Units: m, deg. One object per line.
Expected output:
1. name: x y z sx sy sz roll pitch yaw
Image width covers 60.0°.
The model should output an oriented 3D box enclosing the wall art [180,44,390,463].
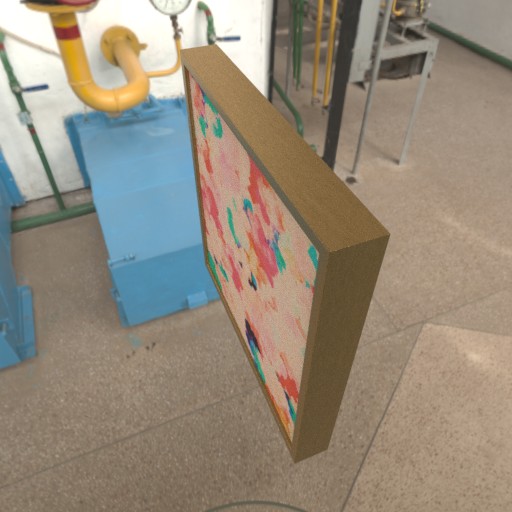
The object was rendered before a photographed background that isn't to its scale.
1. wall art: 0.000 0.000 0.449 0.038 0.305 0.304 -16 47 -15
